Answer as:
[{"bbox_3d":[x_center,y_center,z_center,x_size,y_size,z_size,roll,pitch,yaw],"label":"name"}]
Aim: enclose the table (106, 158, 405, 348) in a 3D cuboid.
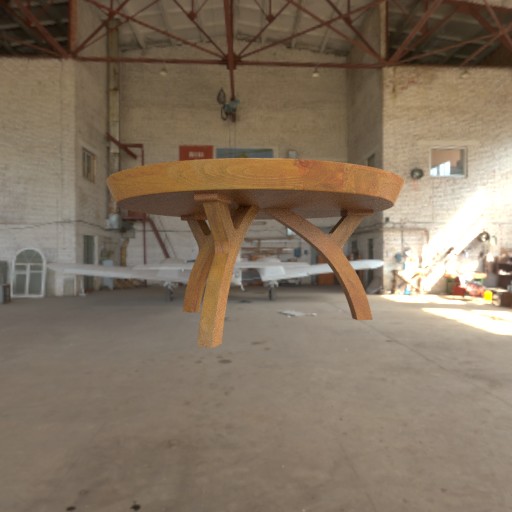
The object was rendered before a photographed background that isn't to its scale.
[{"bbox_3d":[0.000,0.000,1.559,1.016,0.470,1.016,0,0,0],"label":"table"}]
